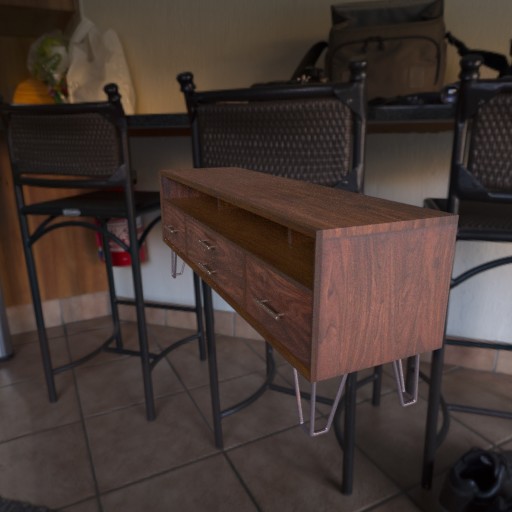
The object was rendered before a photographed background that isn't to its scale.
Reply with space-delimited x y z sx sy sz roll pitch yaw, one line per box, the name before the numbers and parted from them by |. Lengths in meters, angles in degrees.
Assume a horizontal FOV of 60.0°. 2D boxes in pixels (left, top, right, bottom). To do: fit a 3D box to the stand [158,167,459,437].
stand | 0.000 0.000 1.914 0.481 0.610 1.626 -7 18 -24
